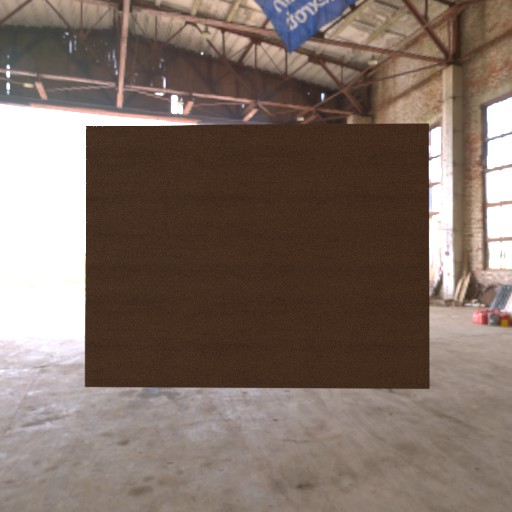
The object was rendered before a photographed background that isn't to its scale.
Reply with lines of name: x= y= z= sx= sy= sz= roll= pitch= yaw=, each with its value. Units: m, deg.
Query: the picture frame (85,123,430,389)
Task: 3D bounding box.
picture frame: x=0.000 y=0.000 z=1.730 sx=1.329 sy=1.018 sz=0.045 roll=0 pitch=0 yaw=1
